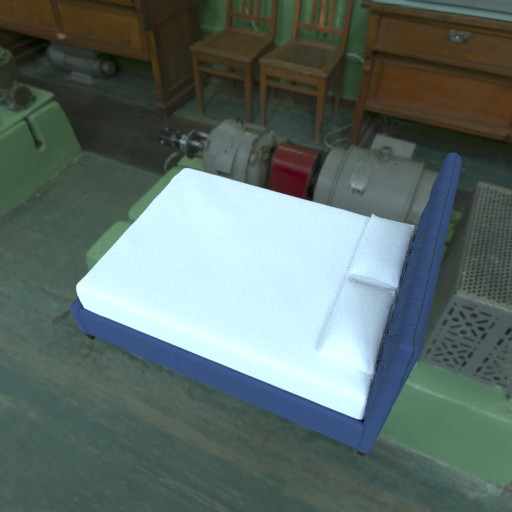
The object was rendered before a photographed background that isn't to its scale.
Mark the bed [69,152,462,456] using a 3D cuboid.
[{"bbox_3d":[0.000,0.000,3.353,2.387,1.427,1.706,18,50,16],"label":"bed"}]
